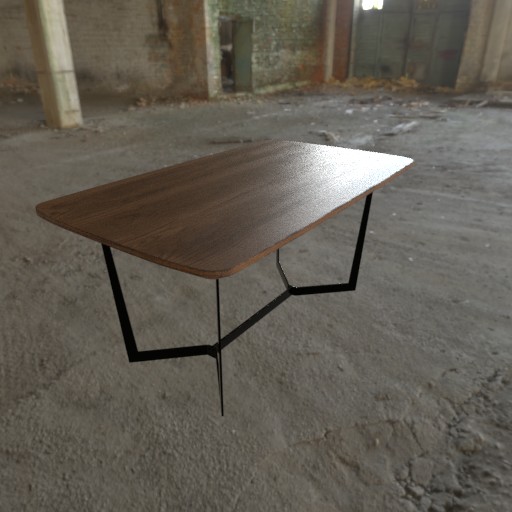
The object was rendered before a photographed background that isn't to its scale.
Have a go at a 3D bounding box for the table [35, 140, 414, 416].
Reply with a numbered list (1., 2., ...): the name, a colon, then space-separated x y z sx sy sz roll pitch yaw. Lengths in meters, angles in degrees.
1. table: 0.000 0.000 2.143 0.949 0.765 1.643 17 31 32
